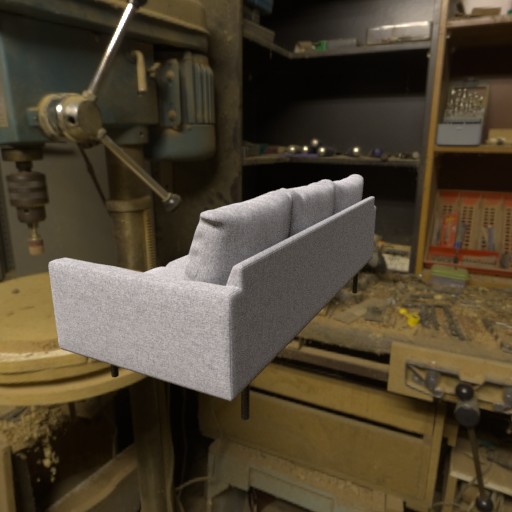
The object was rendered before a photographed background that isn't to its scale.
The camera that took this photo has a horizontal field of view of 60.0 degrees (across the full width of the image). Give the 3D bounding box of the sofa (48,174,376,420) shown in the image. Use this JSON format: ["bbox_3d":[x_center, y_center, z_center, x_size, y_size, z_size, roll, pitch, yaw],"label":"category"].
[{"bbox_3d":[0.000,0.000,2.440,0.850,0.830,2.000,8,17,26],"label":"sofa"}]
